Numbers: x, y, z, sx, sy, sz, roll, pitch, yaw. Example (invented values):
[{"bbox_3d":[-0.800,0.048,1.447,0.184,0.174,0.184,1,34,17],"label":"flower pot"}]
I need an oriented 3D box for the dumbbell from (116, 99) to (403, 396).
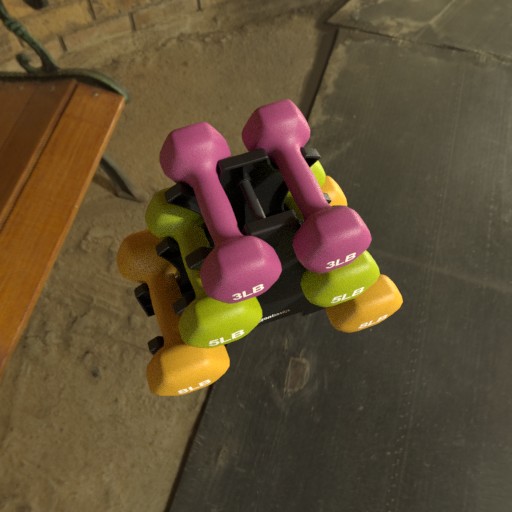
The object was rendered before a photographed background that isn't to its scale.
[{"bbox_3d":[0.000,0.000,0.470,0.300,0.271,0.190,-18,64,-9],"label":"dumbbell"}]
